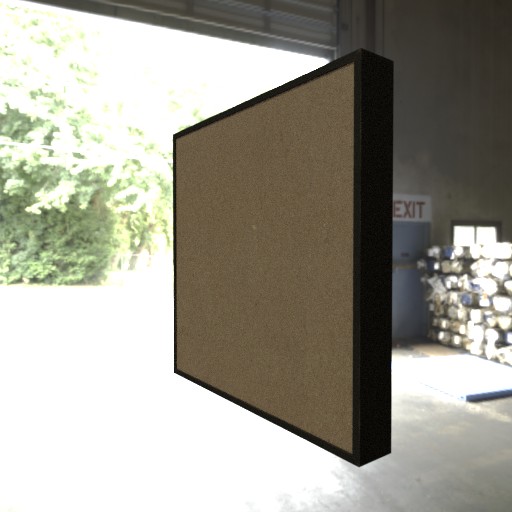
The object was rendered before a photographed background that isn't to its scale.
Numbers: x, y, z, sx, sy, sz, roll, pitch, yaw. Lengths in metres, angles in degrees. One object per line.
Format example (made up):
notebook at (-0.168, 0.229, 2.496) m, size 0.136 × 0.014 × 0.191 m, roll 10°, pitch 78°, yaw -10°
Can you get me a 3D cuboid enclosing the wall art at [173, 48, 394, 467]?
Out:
wall art at (0.000, 0.000, 0.455) m, size 0.038 × 0.305 × 0.305 m, roll -1°, pitch 1°, yaw -37°
